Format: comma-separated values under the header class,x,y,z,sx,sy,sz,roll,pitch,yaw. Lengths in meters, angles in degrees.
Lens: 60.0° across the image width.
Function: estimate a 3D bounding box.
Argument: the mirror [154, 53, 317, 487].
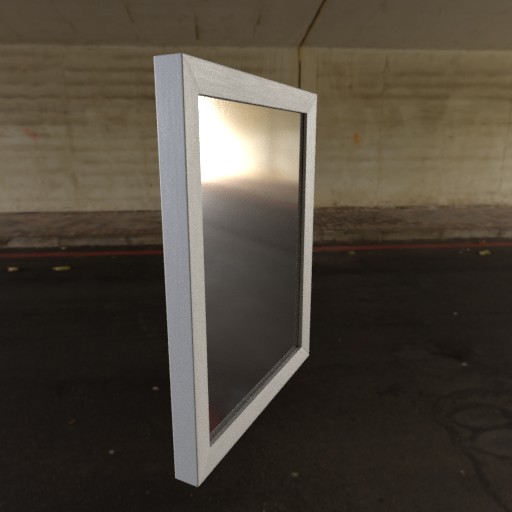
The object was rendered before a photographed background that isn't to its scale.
class,x,y,z,sx,sy,sz,roll,pitch,yaw
mirror,0.000,0.000,0.683,0.041,0.508,0.405,7,16,26
